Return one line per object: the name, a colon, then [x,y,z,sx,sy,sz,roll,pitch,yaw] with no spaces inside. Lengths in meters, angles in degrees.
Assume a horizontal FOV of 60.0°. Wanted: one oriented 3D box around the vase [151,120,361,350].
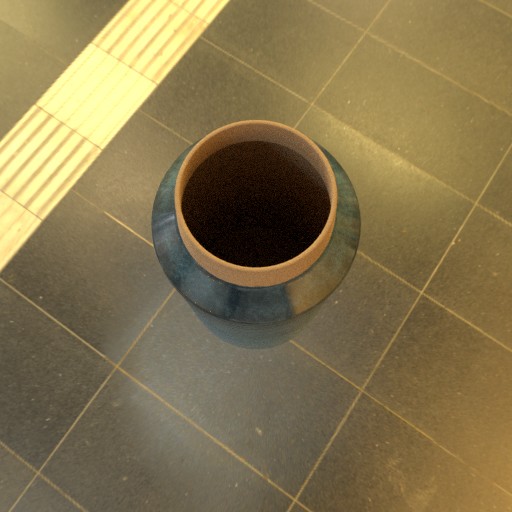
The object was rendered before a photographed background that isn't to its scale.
vase: [0.000,0.000,0.413,0.163,0.316,0.163,0,76,0]
